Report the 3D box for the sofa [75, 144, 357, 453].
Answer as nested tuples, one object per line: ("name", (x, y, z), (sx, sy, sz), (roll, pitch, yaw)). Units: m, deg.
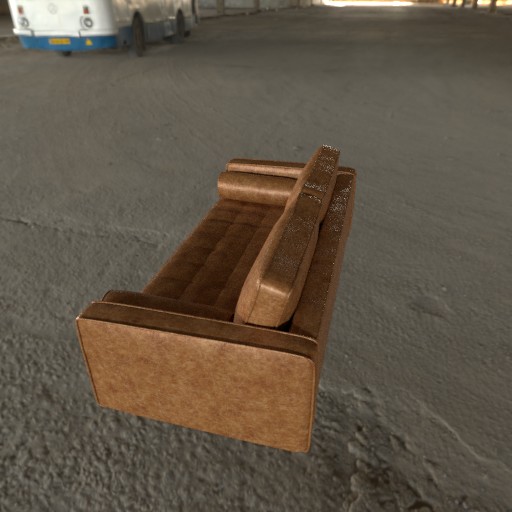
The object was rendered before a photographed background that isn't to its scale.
("sofa", (0.000, 0.000, 2.422), (0.924, 0.825, 1.920), (8, 32, 13))
